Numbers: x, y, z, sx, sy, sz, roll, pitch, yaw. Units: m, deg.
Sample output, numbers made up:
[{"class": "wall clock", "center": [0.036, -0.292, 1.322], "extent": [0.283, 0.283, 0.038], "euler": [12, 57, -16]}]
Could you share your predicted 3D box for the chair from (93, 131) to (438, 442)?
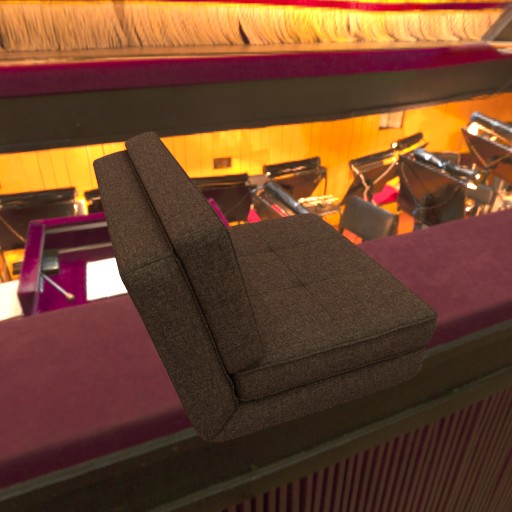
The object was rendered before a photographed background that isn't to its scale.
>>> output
[{"class": "chair", "center": [0.000, 0.000, 1.315], "extent": [0.800, 0.615, 0.740], "euler": [-11, 32, -19]}]
